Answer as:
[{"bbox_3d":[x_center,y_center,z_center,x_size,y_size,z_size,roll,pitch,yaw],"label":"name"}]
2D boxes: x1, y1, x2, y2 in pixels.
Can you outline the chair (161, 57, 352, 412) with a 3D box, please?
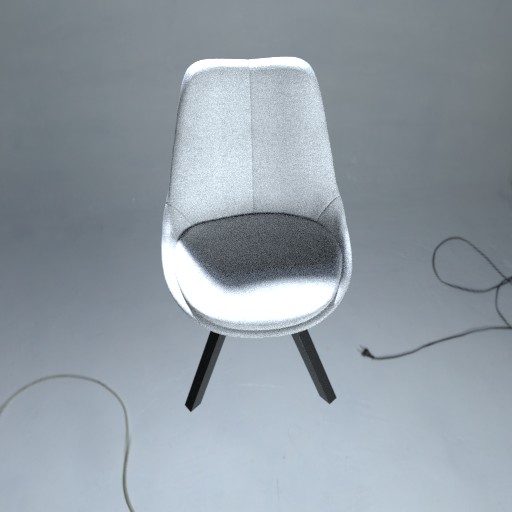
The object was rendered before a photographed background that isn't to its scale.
[{"bbox_3d":[0.000,0.000,1.198,0.485,0.850,0.550,-3,47,-3],"label":"chair"}]
